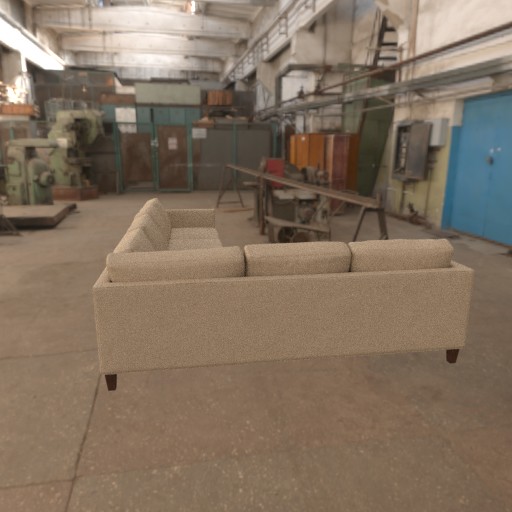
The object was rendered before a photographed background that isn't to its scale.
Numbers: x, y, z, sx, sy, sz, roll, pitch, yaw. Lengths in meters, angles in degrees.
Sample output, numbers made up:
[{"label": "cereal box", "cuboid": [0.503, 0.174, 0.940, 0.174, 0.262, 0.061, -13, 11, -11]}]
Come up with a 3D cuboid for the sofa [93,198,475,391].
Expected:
[{"label": "sofa", "cuboid": [0.000, 0.000, 4.295, 2.432, 0.863, 3.182, -2, 14, -9]}]
